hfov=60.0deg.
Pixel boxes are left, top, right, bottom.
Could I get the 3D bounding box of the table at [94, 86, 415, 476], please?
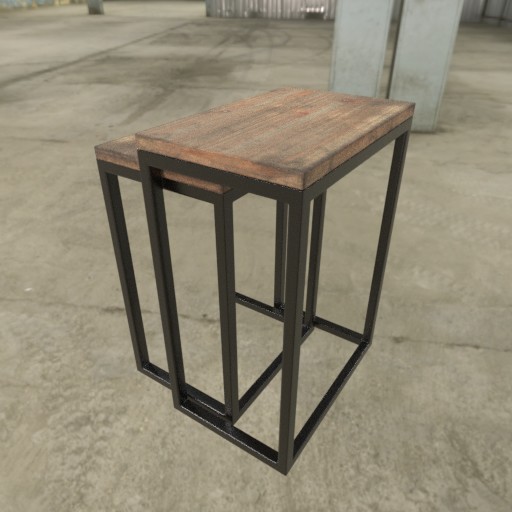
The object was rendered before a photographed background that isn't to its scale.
[{"bbox_3d":[0.000,0.000,0.956,0.460,0.615,0.456,21,37,30],"label":"table"}]
